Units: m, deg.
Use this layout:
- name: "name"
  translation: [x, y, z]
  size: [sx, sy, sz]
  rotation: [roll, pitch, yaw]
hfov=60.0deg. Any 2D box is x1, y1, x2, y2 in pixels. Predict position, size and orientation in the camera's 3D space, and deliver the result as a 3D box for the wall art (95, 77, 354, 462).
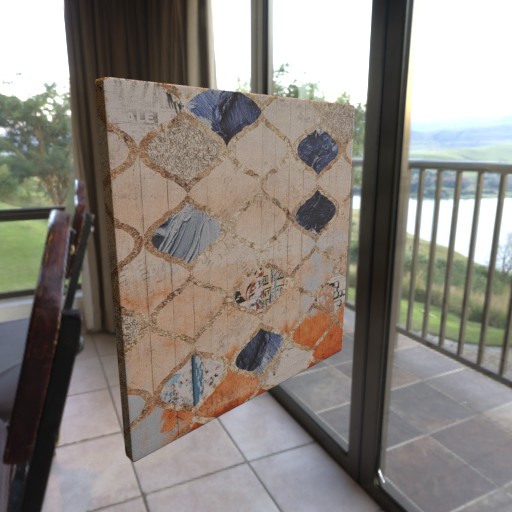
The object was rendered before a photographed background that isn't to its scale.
- name: "wall art"
  translation: [0.000, 0.000, 1.330]
  size: [0.912, 0.914, 0.039]
  rotation: [-13, 19, -43]
